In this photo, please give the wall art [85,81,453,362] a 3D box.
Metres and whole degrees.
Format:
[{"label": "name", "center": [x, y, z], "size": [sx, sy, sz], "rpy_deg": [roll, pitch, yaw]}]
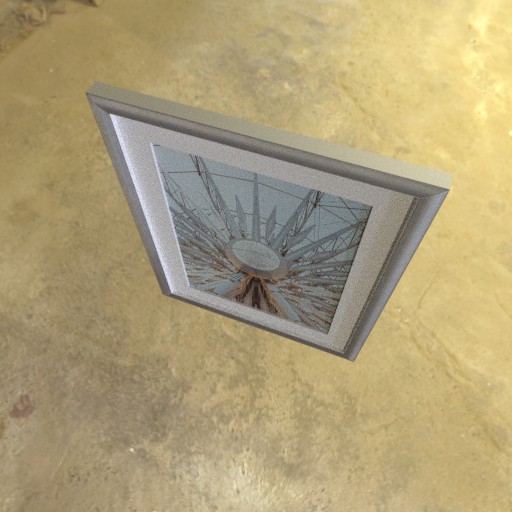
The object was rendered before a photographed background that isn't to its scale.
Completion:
[{"label": "wall art", "center": [0.000, 0.000, 0.764], "size": [0.458, 0.558, 0.029], "rpy_deg": [18, 59, 11]}]
